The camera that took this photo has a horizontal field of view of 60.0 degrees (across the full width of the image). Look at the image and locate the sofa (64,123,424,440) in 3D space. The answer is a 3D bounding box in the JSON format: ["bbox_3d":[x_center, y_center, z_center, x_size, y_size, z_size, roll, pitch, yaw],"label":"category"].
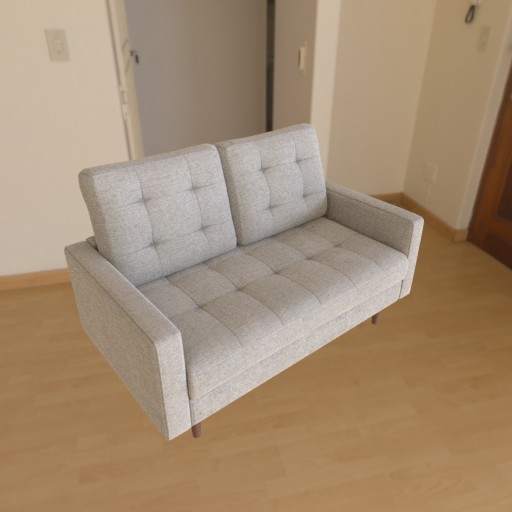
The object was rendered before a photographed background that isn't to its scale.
[{"bbox_3d":[0.000,0.000,1.983,1.407,0.907,0.842,-22,36,-33],"label":"sofa"}]
